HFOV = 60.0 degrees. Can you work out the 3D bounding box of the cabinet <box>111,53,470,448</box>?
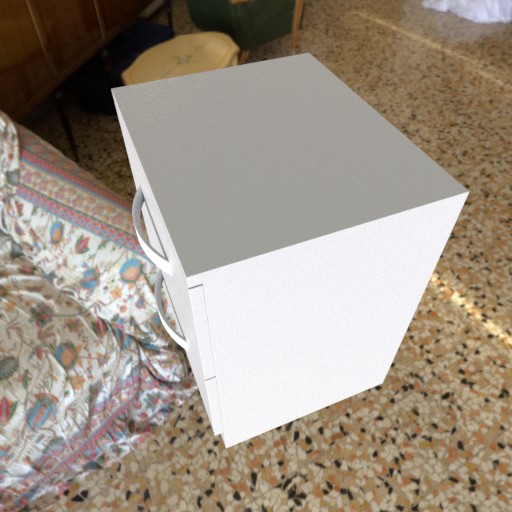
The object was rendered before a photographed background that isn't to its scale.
[{"bbox_3d":[0.000,0.000,0.755,0.360,0.470,0.400,-17,50,-15],"label":"cabinet"}]
